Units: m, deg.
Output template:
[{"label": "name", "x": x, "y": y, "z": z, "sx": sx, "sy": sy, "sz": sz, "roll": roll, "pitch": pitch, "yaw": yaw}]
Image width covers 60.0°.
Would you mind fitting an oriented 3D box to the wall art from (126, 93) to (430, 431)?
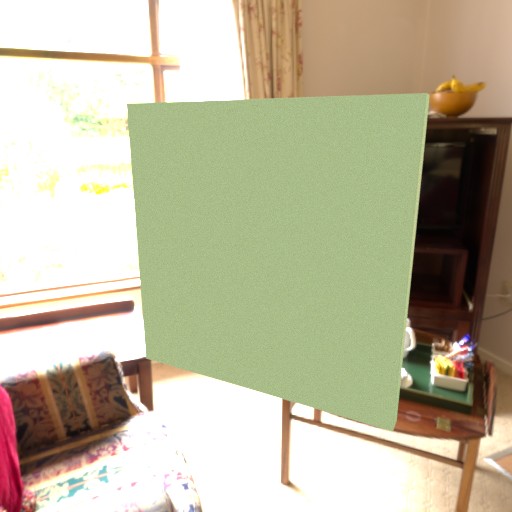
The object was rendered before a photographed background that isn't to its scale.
[{"label": "wall art", "x": 0.000, "y": 0.000, "z": 0.904, "sx": 0.603, "sy": 0.603, "sz": 0.036, "roll": 8, "pitch": 18, "yaw": 26}]
